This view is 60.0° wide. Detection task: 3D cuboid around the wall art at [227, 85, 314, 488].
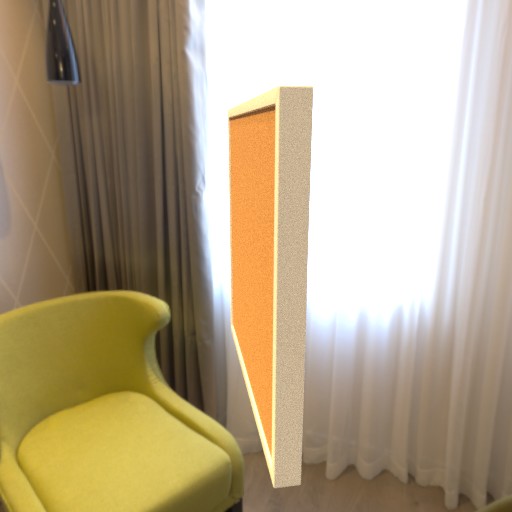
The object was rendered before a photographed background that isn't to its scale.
[{"bbox_3d":[0.000,0.000,0.769,0.038,0.508,0.508,-3,16,-9],"label":"wall art"}]
